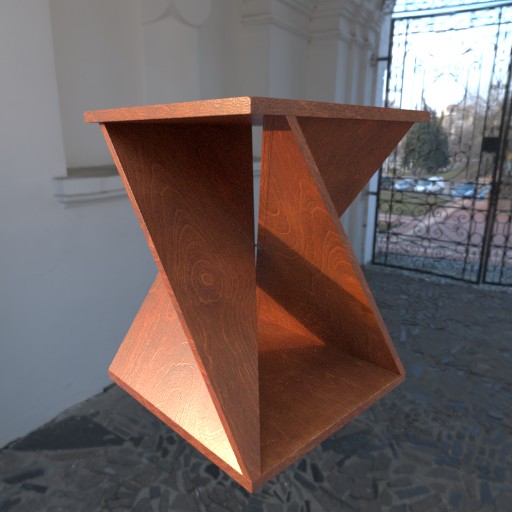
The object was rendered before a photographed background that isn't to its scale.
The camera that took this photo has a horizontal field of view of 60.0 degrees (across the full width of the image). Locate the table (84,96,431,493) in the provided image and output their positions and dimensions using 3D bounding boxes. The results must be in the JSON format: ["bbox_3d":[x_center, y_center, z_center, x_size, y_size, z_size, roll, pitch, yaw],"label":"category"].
[{"bbox_3d":[0.000,0.000,0.838,0.427,0.520,0.427,-14,20,-42],"label":"table"}]
